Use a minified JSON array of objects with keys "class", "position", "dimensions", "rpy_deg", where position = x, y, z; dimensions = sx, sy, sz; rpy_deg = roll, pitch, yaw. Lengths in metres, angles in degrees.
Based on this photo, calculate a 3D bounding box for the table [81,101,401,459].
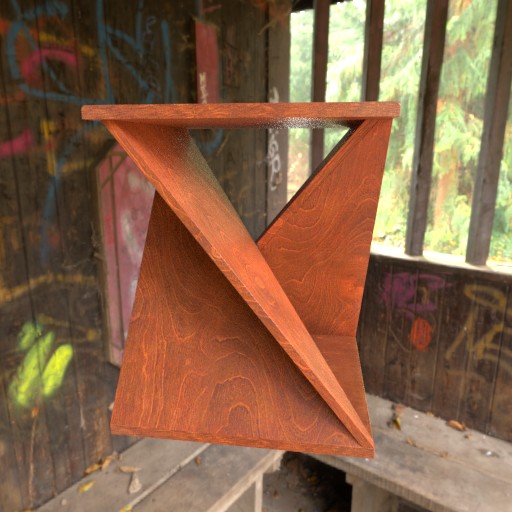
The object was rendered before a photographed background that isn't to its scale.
[{"class":"table","position":[0.000,0.000,0.850],"dimensions":[0.427,0.520,0.427],"rpy_deg":[2,14,8]}]
